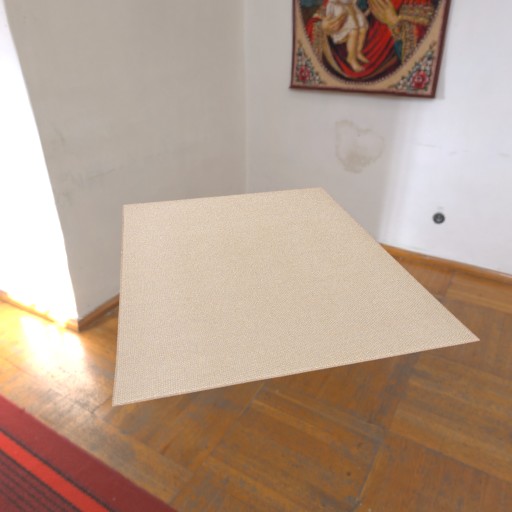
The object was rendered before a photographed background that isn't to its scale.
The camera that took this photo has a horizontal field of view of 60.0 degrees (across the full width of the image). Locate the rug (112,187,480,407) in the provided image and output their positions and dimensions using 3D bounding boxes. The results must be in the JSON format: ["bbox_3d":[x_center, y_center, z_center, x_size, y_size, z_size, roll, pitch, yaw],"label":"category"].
[{"bbox_3d":[0.000,0.000,4.104,2.462,0.018,3.039,-7,30,-12],"label":"rug"}]
